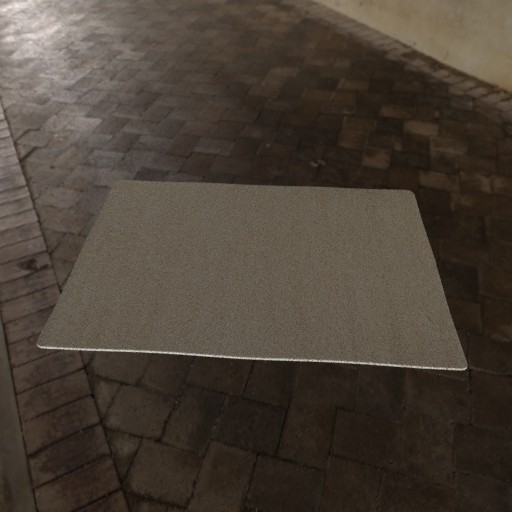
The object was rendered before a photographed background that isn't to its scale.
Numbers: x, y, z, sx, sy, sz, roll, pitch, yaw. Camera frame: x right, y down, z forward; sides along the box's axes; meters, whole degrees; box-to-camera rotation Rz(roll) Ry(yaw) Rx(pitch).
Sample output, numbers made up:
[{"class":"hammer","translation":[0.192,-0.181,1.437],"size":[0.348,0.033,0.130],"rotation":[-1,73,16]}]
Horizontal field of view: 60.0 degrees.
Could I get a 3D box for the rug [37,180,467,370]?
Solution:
[{"class":"rug","translation":[0.000,0.000,3.383],"size":[2.698,0.025,1.798],"rotation":[2,45,2]}]
